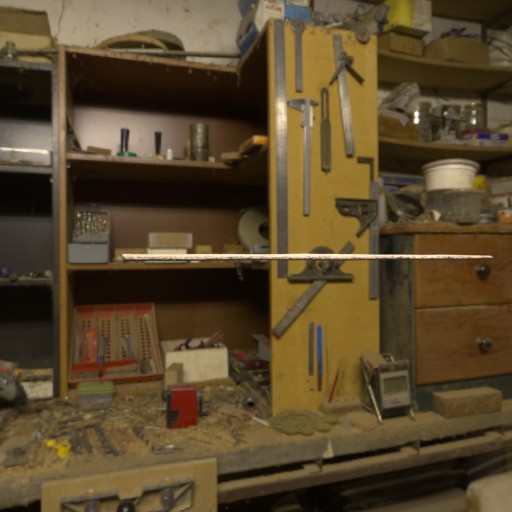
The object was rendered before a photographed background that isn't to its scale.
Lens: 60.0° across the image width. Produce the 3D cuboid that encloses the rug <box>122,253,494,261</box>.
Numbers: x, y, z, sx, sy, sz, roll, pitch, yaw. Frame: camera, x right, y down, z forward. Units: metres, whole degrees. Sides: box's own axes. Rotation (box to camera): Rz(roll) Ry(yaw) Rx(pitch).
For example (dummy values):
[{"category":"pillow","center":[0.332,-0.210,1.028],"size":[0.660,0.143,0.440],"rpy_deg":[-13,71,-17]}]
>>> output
[{"category":"rug","center":[0.000,0.000,4.204],"size":[2.414,0.036,3.199],"rpy_deg":[0,0,-17]}]
